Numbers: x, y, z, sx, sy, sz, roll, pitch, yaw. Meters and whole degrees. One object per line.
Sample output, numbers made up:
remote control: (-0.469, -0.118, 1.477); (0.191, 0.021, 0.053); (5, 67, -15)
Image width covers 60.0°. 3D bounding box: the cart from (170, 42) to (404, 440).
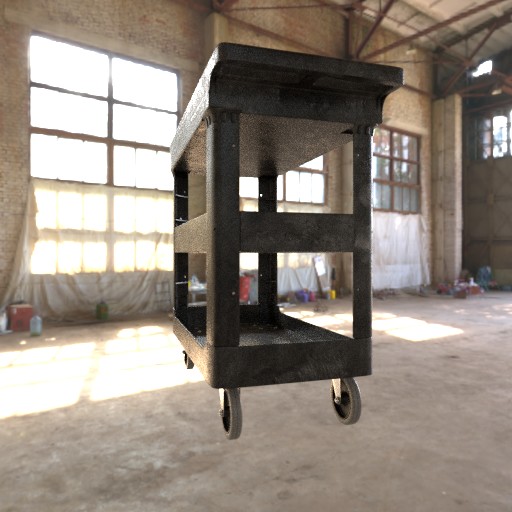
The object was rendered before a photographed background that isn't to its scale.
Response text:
cart: (0.000, 0.000, 1.319); (0.420, 0.824, 0.877); (0, 0, -17)
